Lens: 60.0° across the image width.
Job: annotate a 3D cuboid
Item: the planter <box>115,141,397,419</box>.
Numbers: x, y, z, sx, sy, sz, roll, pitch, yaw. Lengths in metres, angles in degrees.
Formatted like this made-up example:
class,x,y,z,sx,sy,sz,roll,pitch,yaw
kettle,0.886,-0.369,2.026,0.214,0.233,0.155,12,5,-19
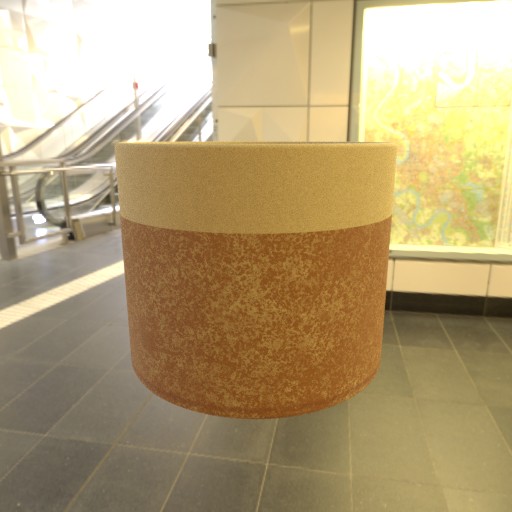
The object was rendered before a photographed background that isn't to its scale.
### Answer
class,x,y,z,sx,sy,sz,roll,pitch,yaw
planter,0.000,0.000,0.277,0.159,0.138,0.159,0,15,0
